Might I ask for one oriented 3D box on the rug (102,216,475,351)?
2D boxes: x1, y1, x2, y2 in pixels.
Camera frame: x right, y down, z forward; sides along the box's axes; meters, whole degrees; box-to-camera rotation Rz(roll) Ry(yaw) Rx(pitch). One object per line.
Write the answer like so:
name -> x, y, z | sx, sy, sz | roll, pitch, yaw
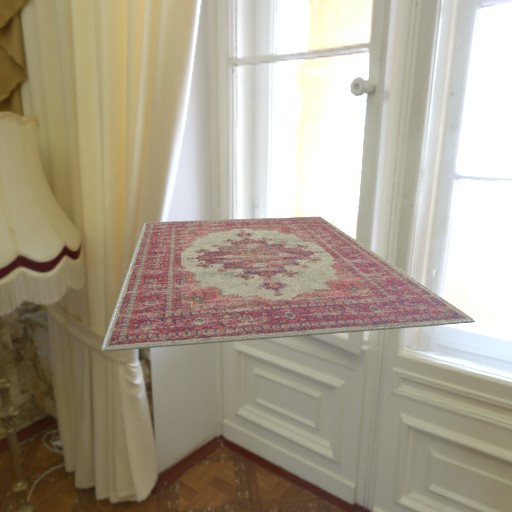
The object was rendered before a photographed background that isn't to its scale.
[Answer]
rug -> 0.000, 0.000, 3.660 | 2.005, 0.014, 2.878 | -3, 17, -9
